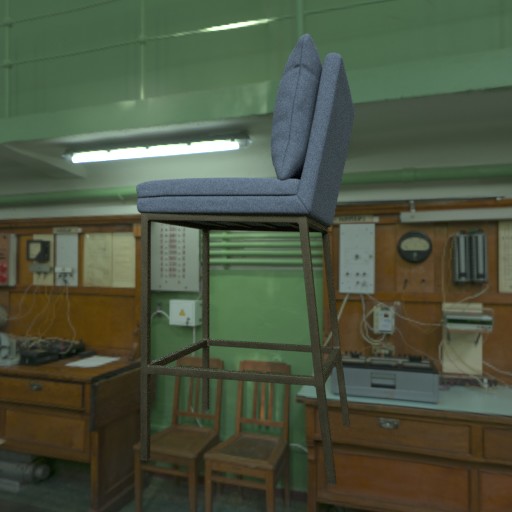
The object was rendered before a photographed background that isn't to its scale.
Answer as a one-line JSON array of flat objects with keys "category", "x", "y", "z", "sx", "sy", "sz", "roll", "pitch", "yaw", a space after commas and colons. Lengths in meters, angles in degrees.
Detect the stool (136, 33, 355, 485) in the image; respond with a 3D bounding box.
[{"category": "stool", "x": 0.000, "y": 0.000, "z": 1.368, "sx": 0.569, "sy": 1.130, "sz": 0.463, "roll": 0, "pitch": -1, "yaw": 17}]
